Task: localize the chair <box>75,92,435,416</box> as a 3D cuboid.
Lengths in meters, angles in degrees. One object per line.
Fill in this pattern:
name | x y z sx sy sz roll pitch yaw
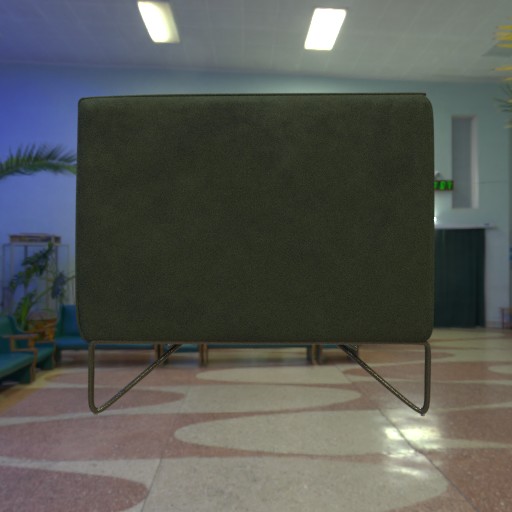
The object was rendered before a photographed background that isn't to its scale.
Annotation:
chair | 0.000 0.000 1.495 0.894 0.790 0.880 0 -1 1
